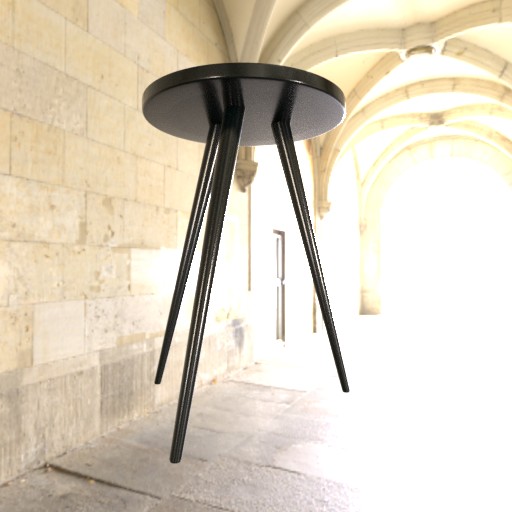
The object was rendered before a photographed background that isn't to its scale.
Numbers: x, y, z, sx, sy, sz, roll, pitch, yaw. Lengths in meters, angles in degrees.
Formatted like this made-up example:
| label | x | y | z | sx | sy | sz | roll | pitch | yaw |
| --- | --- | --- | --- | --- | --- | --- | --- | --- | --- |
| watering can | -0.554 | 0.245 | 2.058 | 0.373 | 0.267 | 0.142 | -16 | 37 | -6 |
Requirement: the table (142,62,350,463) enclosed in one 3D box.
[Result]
| label | x | y | z | sx | sy | sz | roll | pitch | yaw |
| --- | --- | --- | --- | --- | --- | --- | --- | --- | --- |
| table | 0.000 | 0.000 | 0.825 | 0.415 | 0.548 | 0.403 | 0 | -1 | -19 |
